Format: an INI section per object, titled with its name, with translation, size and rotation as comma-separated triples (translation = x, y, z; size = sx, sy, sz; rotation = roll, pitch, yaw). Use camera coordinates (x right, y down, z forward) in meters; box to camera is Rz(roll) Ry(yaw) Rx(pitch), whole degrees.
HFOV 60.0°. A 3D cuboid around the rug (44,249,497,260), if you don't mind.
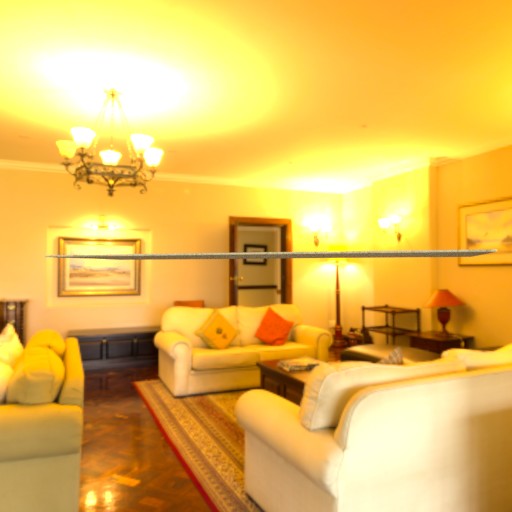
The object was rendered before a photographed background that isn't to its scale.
[rug]
translation = 0.000, 0.000, 2.663
size = 2.452, 0.012, 0.775
rotation = -1, -2, 18
